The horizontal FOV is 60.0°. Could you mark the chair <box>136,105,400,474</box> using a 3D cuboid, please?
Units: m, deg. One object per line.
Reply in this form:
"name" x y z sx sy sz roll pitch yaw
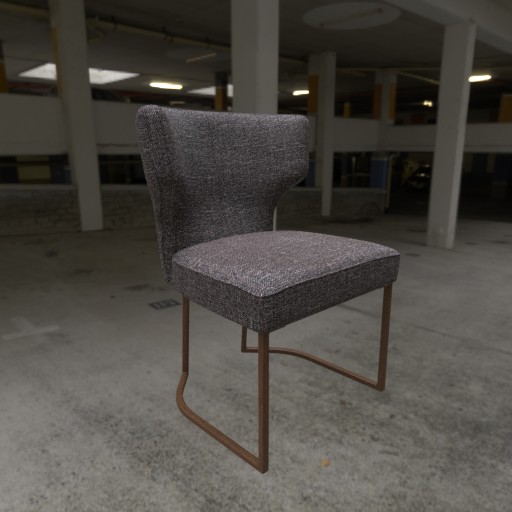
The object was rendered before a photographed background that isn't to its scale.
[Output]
"chair" 0.000 0.000 1.276 0.611 0.824 0.617 -13 19 -42
